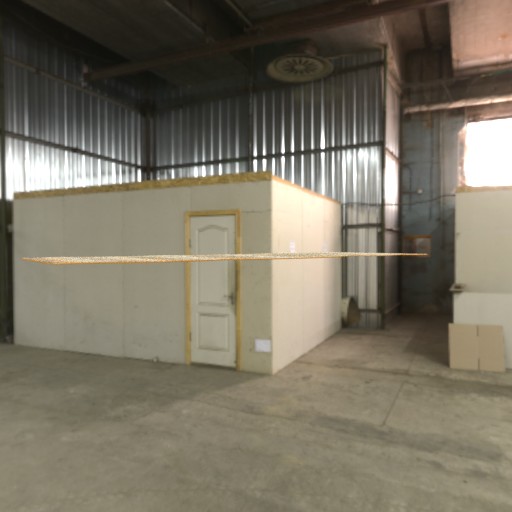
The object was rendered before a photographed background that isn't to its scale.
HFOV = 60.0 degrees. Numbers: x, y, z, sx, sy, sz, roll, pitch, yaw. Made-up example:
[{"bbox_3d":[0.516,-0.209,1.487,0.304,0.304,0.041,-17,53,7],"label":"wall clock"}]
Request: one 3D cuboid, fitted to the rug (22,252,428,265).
[{"bbox_3d":[0.000,0.000,2.533,2.294,0.014,0.704,-1,2,-36],"label":"rug"}]
